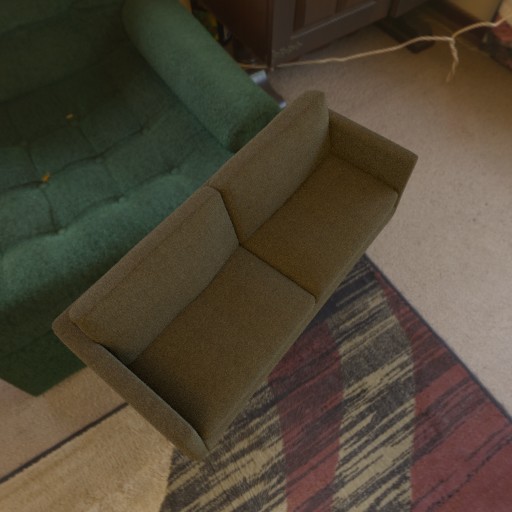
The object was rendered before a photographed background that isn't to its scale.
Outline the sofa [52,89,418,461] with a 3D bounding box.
[{"bbox_3d":[0.000,0.000,2.741,0.948,0.965,2.208,34,65,18],"label":"sofa"}]
